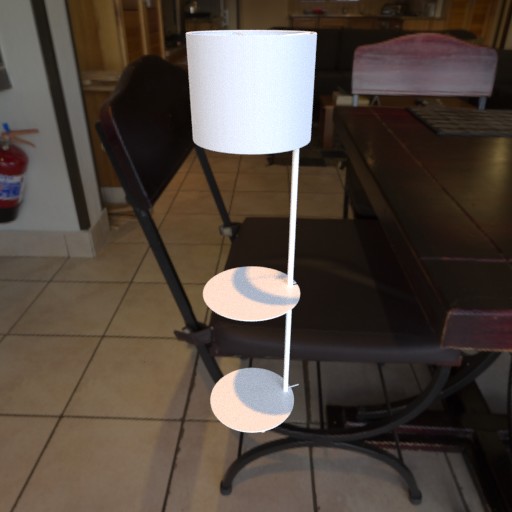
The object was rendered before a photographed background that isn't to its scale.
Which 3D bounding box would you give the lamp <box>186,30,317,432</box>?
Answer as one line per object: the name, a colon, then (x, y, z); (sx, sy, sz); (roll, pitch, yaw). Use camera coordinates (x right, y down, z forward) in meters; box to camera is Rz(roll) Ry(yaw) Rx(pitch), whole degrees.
lamp: (0.000, 0.000, 1.626); (0.405, 1.465, 0.372); (-8, 30, -15)
